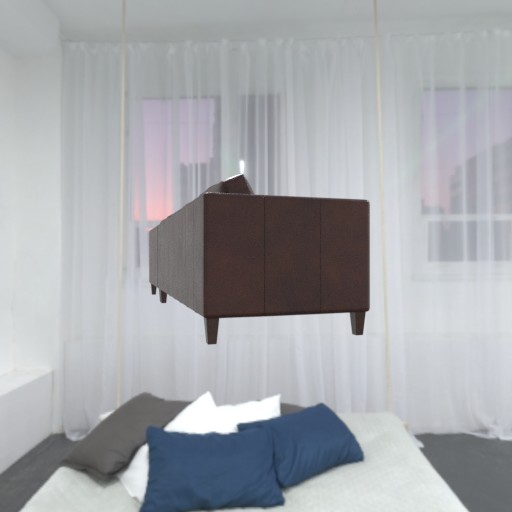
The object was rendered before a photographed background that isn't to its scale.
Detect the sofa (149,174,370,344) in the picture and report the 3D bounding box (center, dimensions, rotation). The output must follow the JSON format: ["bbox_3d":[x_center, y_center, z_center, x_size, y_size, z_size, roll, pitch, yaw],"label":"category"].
[{"bbox_3d":[0.000,0.000,3.904,1.581,0.883,3.203,0,0,-18],"label":"sofa"}]
